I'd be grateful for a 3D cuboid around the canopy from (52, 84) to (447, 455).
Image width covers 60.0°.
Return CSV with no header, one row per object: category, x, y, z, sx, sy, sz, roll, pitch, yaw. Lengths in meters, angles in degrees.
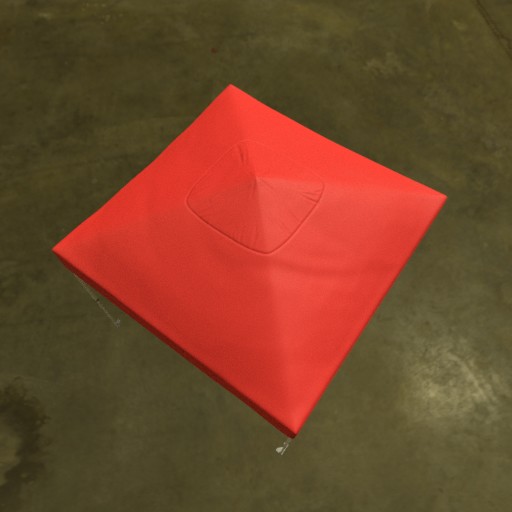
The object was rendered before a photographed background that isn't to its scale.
canopy,0.000,0.000,5.296,2.998,2.997,2.996,33,67,16
